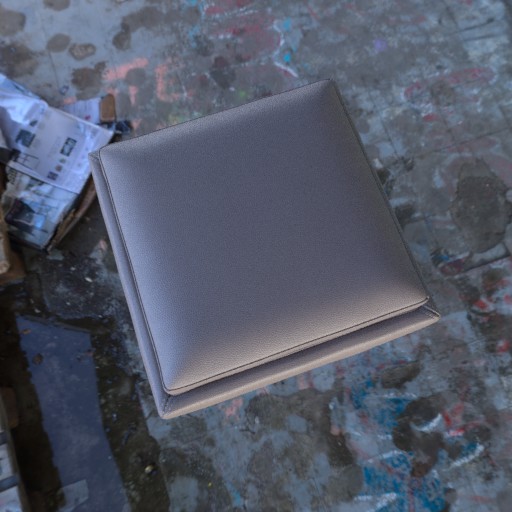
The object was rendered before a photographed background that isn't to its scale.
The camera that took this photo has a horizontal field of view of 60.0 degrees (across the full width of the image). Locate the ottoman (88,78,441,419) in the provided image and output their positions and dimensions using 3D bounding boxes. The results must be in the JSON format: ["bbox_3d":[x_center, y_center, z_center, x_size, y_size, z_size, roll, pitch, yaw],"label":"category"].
[{"bbox_3d":[0.000,0.000,0.835,0.451,0.460,0.450,-19,76,-5],"label":"ottoman"}]
